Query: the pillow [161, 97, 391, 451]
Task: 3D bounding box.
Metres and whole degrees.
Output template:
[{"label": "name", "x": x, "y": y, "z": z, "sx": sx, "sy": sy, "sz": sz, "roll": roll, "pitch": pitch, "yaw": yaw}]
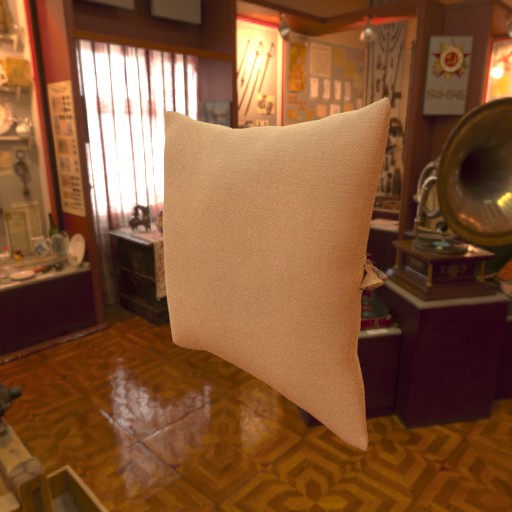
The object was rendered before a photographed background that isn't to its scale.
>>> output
[{"label": "pillow", "x": 0.000, "y": 0.000, "z": 0.750, "sx": 0.165, "sy": 0.481, "sz": 0.489, "roll": -15, "pitch": 21, "yaw": -42}]
